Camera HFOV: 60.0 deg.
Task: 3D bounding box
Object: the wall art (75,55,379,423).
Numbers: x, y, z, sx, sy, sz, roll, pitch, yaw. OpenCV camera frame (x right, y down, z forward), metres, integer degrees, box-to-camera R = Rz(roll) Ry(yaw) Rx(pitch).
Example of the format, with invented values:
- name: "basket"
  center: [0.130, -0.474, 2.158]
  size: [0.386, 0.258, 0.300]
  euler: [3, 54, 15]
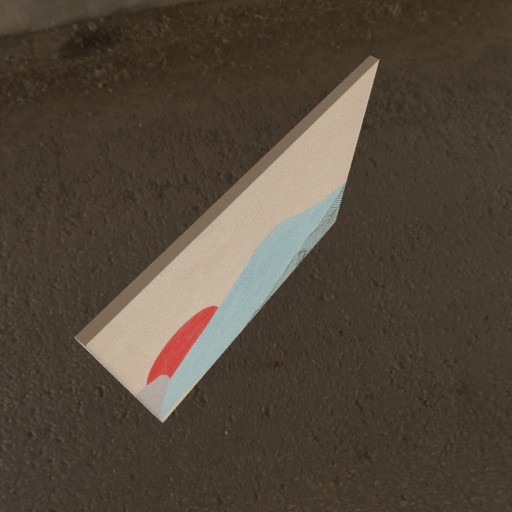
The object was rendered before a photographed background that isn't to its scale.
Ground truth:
- name: "wall art"
  center: [0.000, 0.000, 1.583]
  size: [0.042, 0.912, 1.219]
  euler: [35, 66, 18]
